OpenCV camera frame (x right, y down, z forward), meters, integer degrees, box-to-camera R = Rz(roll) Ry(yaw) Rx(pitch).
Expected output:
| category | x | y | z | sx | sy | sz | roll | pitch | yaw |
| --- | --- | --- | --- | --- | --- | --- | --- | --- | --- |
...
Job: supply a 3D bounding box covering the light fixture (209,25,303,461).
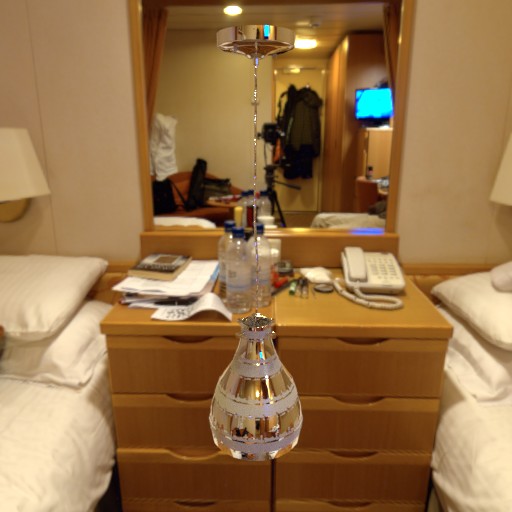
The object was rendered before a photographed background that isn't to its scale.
| category | x | y | z | sx | sy | sz | roll | pitch | yaw |
| --- | --- | --- | --- | --- | --- | --- | --- | --- | --- |
| light fixture | 0.000 | 0.000 | 1.598 | 0.374 | 1.457 | 0.374 | -15 | 21 | -43 |
